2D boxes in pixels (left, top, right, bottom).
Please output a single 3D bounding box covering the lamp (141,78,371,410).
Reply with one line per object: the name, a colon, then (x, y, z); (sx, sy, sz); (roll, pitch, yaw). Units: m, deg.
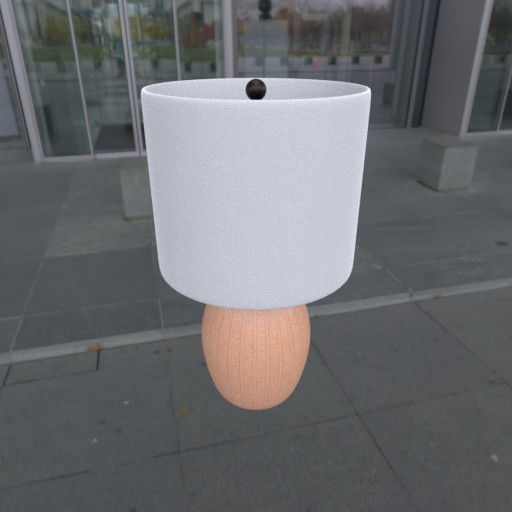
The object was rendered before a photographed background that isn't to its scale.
lamp: (0.000, 0.000, 0.766); (0.329, 0.570, 0.329); (0, 26, 0)
